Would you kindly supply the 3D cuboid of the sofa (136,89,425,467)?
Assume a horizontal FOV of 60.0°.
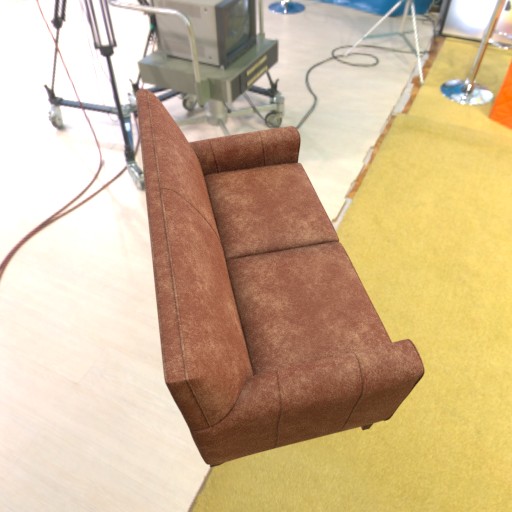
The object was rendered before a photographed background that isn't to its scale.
[{"bbox_3d":[0.000,0.000,1.905,0.787,0.871,1.473,-10,48,-9],"label":"sofa"}]
